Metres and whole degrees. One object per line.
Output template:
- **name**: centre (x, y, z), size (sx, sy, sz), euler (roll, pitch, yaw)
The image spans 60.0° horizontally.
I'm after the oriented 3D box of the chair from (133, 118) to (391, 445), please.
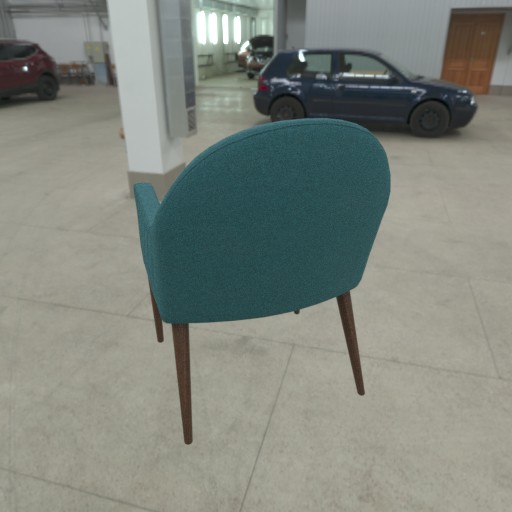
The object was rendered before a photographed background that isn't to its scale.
- **chair**: centre (0.000, 0.000, 1.366), size (0.656, 0.907, 0.652), euler (-9, 27, -18)
